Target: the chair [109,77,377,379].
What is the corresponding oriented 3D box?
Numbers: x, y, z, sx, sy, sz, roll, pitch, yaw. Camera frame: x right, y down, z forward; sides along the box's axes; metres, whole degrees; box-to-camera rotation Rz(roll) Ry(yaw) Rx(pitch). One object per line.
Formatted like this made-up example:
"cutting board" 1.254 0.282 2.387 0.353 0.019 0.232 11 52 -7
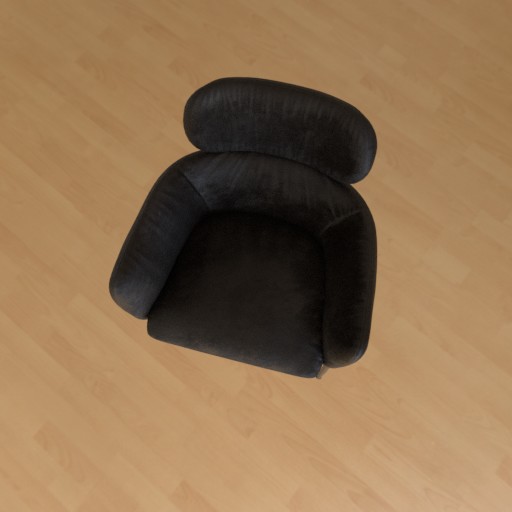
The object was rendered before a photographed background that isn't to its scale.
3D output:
"chair" 0.000 0.000 1.290 0.640 0.818 0.604 14 76 4
